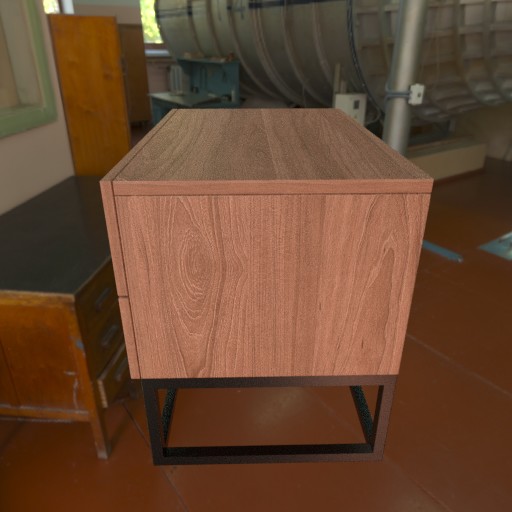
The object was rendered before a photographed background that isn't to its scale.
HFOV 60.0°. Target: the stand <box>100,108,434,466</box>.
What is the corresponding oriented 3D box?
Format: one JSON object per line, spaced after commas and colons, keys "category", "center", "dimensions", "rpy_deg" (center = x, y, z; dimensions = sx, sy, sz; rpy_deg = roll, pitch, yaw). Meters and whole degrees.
{"category": "stand", "center": [0.000, 0.000, 0.915], "dimensions": [0.420, 0.500, 0.600], "rpy_deg": [-1, 26, -1]}
